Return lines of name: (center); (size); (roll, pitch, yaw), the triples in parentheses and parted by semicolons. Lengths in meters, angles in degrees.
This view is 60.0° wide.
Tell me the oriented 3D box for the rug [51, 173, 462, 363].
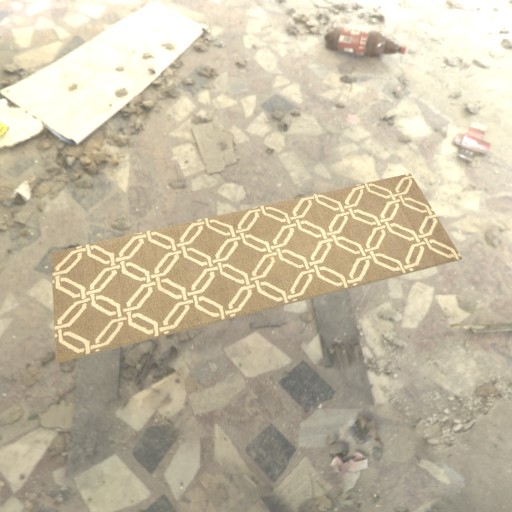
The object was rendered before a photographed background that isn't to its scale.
rug: (0.000, 0.000, 2.556); (2.276, 0.014, 0.678); (-13, 60, -8)
